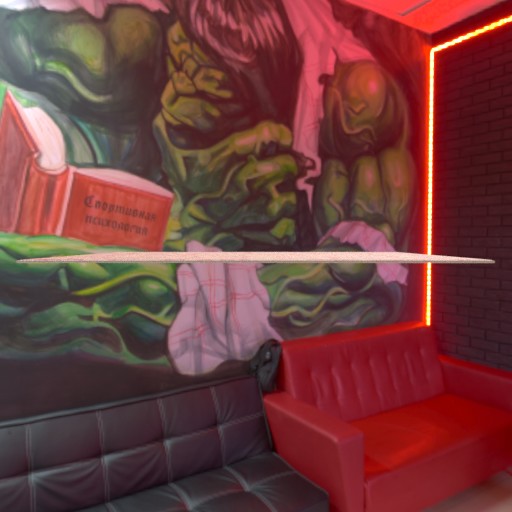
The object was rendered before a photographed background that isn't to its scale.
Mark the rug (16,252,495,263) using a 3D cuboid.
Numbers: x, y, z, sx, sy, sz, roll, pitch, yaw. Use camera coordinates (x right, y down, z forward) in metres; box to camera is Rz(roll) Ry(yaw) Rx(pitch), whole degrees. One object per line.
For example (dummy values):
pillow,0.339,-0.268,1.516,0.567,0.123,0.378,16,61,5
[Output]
rug,0.000,0.000,2.309,1.839,0.012,1.219,0,2,1
